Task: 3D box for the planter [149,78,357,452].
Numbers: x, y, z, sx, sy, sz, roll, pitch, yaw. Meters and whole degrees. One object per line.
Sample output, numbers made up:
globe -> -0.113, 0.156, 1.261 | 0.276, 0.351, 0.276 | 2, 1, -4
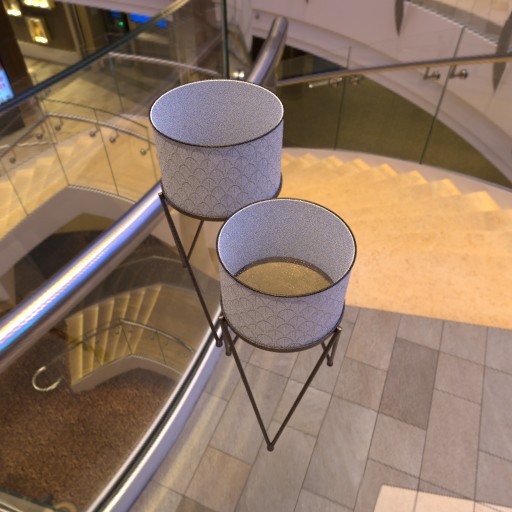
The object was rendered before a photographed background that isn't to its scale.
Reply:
planter -> 0.000, 0.000, 1.232 | 0.413, 0.712, 0.769 | -17, 49, -16
